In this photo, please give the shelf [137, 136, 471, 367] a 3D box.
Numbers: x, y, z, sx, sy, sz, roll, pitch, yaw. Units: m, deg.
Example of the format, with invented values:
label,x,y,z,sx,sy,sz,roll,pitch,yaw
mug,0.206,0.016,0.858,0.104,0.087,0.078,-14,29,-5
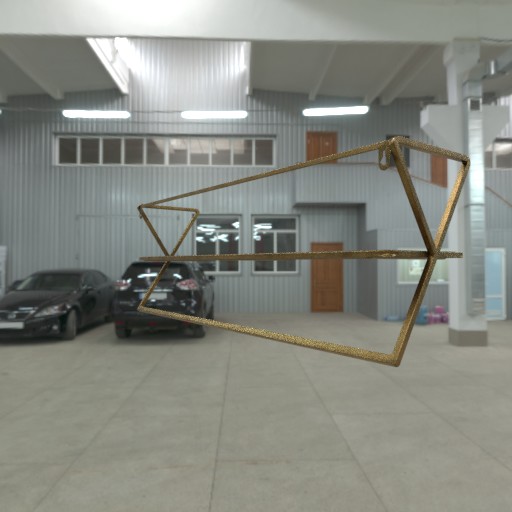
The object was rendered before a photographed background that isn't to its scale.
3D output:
label,x,y,z,sx,sy,sz,roll,pitch,yaw
shelf,0.000,0.000,0.735,0.150,0.229,0.645,1,-1,-37
